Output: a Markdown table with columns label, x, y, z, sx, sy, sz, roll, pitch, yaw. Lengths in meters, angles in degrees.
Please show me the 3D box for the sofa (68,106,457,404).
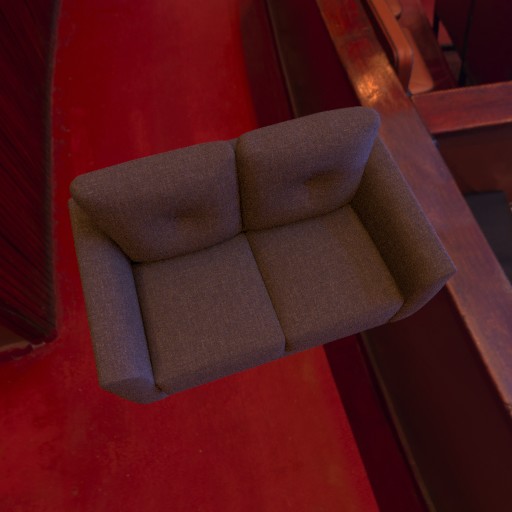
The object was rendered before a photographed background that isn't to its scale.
| label | x | y | z | sx | sy | sz | roll | pitch | yaw |
| --- | --- | --- | --- | --- | --- | --- | --- | --- | --- |
| sofa | 0.000 | 0.000 | 1.975 | 1.423 | 0.885 | 0.851 | -17 | 65 | -8 |
